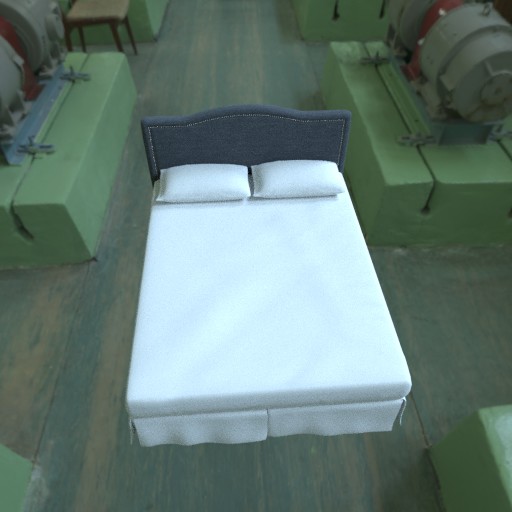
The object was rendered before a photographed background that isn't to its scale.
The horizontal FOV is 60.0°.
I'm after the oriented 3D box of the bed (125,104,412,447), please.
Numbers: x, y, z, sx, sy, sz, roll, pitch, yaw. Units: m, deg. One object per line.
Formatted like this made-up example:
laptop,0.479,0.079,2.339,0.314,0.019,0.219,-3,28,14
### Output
bed,0.000,0.000,3.885,2.161,1.457,2.689,-3,47,-3
